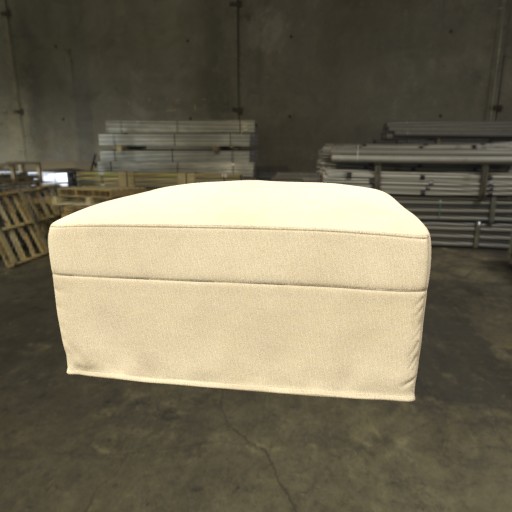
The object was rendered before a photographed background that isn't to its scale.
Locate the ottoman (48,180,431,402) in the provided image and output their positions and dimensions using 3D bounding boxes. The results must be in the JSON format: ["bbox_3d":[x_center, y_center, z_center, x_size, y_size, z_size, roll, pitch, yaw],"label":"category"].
[{"bbox_3d":[0.000,0.000,1.346,0.843,0.441,0.842,2,14,8],"label":"ottoman"}]
